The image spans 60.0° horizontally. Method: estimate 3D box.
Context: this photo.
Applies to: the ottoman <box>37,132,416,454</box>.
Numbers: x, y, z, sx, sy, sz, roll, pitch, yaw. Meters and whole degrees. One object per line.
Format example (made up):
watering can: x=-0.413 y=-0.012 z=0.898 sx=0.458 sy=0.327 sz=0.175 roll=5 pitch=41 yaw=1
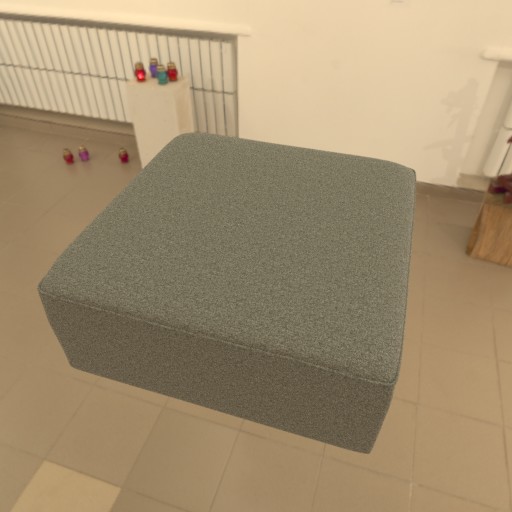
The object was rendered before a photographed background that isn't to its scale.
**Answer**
ottoman: x=0.000 y=0.000 z=1.586 sx=1.005 sy=0.464 sz=1.015 roll=12 pitch=43 yaw=13
